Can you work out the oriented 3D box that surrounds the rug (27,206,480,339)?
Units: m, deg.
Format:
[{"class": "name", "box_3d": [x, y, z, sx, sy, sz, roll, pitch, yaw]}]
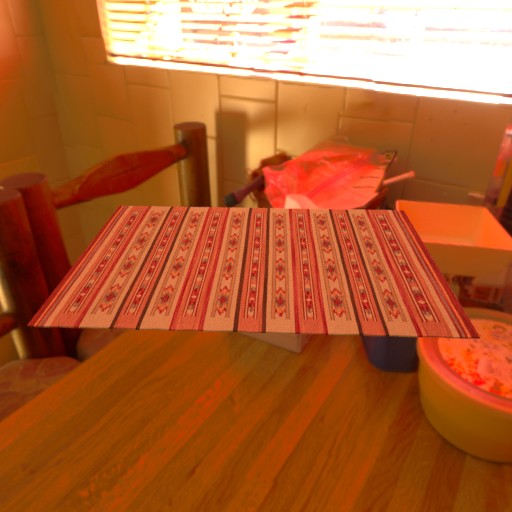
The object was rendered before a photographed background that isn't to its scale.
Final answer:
[{"class": "rug", "box_3d": [0.000, 0.000, 2.301, 1.817, 0.008, 1.223, 1, 30, 2]}]
